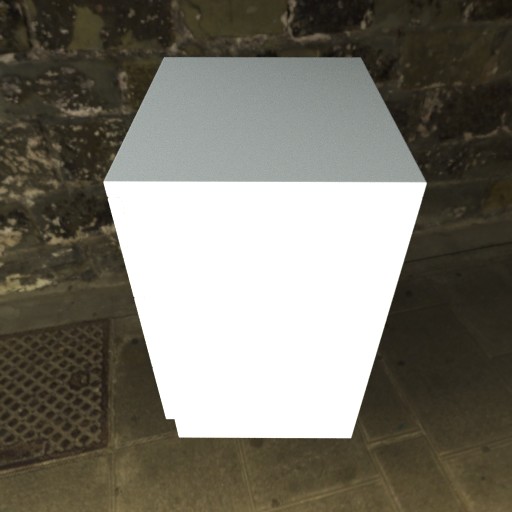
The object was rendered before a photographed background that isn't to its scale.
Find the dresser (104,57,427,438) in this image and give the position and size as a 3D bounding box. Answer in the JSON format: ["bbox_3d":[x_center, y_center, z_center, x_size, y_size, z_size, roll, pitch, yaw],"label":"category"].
[{"bbox_3d":[0.000,0.000,0.799,0.360,0.560,0.400,0,42,0],"label":"dresser"}]
